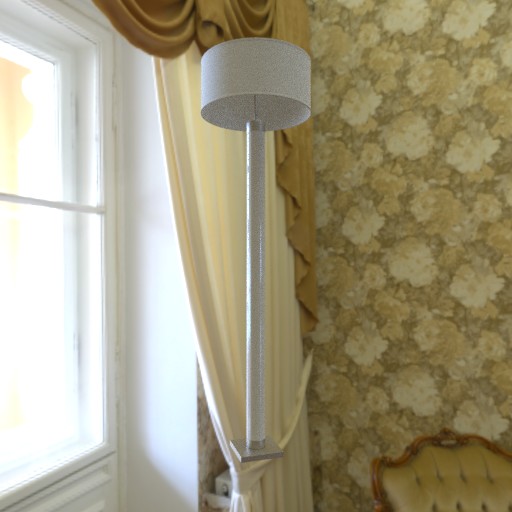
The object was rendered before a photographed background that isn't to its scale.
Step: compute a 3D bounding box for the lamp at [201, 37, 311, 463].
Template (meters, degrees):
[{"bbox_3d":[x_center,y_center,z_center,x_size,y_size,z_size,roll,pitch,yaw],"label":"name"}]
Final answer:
[{"bbox_3d":[0.000,0.000,1.681,0.420,1.475,0.420,0,-1,-18],"label":"lamp"}]
